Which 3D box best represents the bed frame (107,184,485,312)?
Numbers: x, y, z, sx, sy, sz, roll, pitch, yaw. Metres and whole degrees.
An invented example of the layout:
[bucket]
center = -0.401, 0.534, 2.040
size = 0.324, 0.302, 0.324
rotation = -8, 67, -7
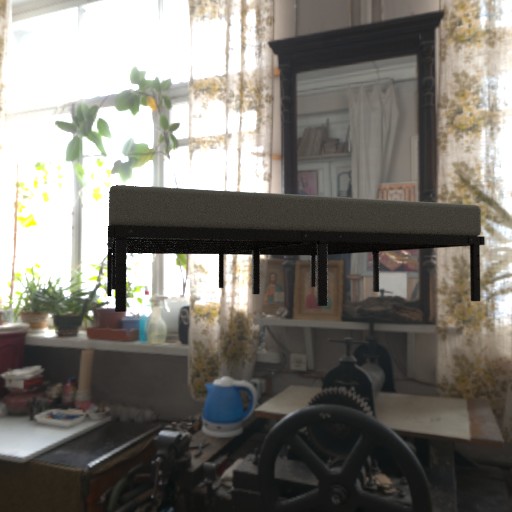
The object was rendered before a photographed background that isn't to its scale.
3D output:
[bed frame]
center = 0.000, 0.000, 3.957
size = 2.526, 0.680, 2.635
rotation = 1, -2, -18
